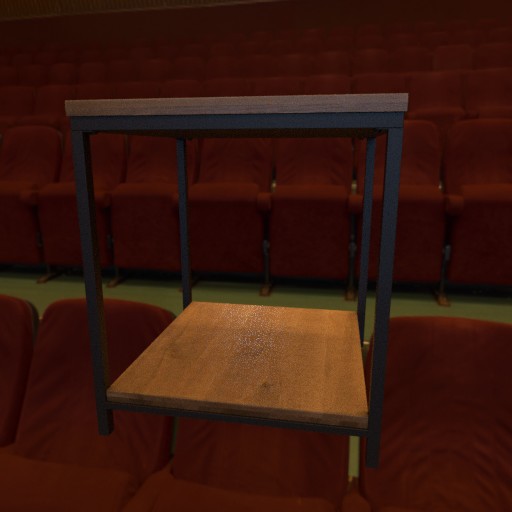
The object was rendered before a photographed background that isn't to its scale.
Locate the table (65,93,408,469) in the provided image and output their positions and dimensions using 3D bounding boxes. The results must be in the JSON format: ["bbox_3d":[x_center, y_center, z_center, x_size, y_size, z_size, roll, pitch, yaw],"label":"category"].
[{"bbox_3d":[0.000,0.000,0.947,0.507,0.589,0.503,2,14,10],"label":"table"}]
